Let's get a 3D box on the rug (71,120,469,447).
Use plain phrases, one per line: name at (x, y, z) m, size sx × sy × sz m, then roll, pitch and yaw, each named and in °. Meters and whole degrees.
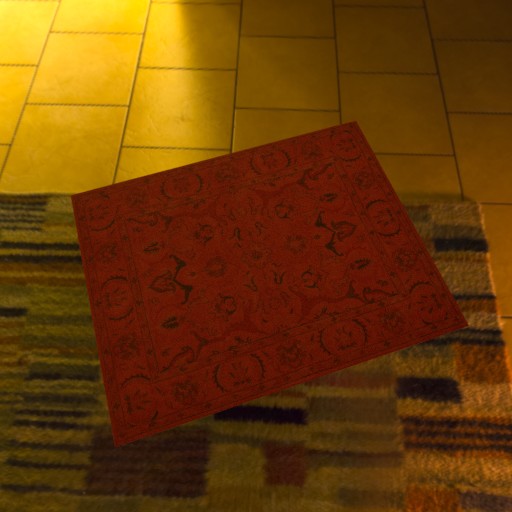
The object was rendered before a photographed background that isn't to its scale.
rug at (0.000, 0.000, 3.909) m, size 2.929 × 0.012 × 2.300 m, roll -17°, pitch 66°, yaw -8°
